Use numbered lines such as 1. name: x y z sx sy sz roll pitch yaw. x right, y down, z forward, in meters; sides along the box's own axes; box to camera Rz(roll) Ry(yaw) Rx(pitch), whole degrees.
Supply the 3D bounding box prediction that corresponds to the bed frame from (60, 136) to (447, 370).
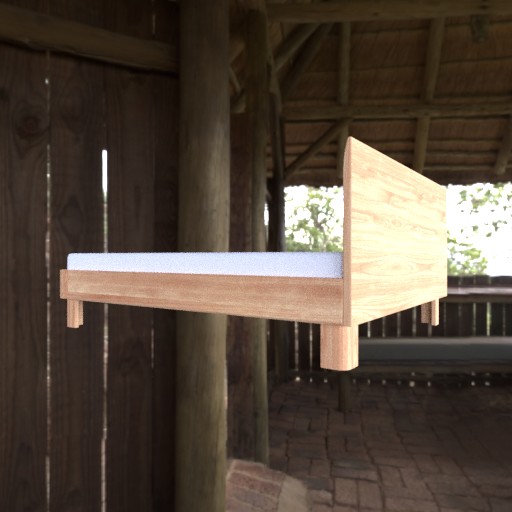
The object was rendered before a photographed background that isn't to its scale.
1. bed frame: 0.000 0.000 3.019 2.092 0.940 1.660 0 0 35
